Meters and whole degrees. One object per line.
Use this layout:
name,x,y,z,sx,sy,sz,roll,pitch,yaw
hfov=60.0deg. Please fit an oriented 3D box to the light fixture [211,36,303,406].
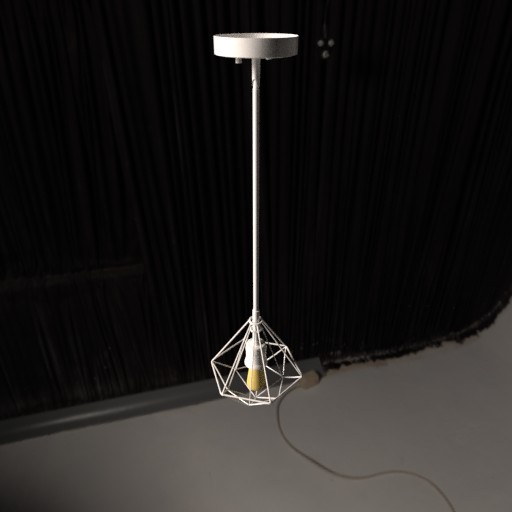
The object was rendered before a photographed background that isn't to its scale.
light fixture,0.000,0.000,1.978,0.431,1.764,0.487,-8,30,-14
